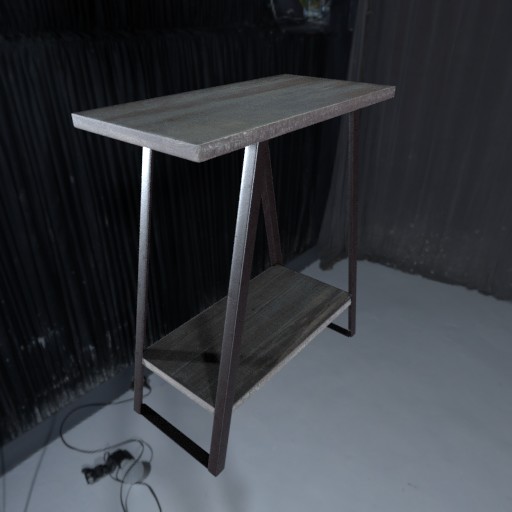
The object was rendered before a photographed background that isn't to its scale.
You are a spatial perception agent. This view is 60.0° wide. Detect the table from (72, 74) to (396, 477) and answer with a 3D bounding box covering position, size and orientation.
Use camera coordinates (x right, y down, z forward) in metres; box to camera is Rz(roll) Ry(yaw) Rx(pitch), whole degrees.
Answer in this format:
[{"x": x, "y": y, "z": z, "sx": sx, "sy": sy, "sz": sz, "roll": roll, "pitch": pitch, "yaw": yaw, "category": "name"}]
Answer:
[{"x": 0.000, "y": 0.000, "z": 1.026, "sx": 0.300, "sy": 0.701, "sz": 0.599, "roll": 22, "pitch": 37, "yaw": 33, "category": "table"}]
